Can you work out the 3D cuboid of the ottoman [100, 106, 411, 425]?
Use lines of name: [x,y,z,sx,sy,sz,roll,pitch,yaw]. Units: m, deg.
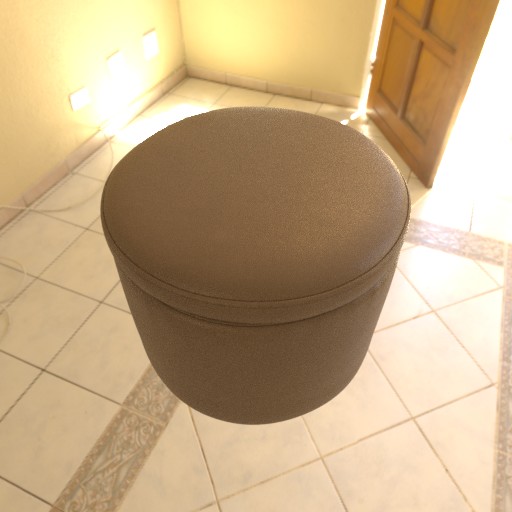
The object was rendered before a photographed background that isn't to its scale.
ottoman: [0.000,0.000,0.847,0.500,0.409,0.500,0,47,0]
